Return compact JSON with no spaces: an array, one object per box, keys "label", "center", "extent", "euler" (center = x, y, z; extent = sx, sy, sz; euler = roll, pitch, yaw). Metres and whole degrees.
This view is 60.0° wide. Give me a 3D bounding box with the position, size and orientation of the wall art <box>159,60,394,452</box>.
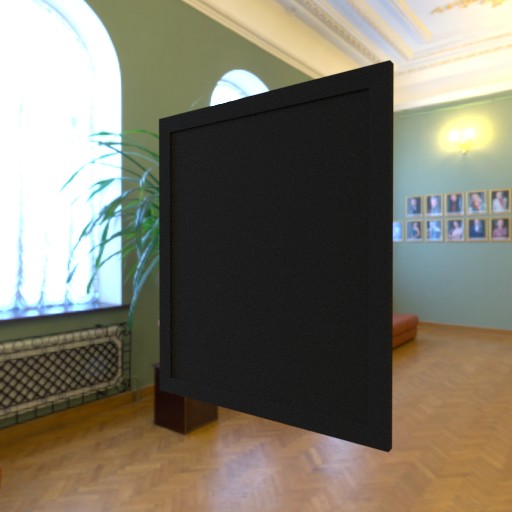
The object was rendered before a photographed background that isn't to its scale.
[{"label":"wall art","center":[0.000,0.000,0.504],"extent":[0.311,0.361,0.010],"euler":[1,1,36]}]
